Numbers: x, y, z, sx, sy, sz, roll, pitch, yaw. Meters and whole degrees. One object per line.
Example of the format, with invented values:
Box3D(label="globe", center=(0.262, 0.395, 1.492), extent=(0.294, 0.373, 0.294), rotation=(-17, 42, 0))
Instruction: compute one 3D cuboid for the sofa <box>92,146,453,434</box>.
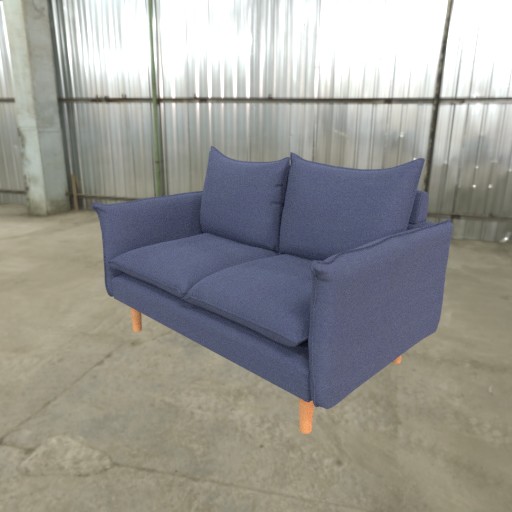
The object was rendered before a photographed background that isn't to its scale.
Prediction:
Box3D(label="sofa", center=(0.000, 0.000, 1.861), extent=(1.300, 0.840, 0.820), rotation=(16, 23, 42))
